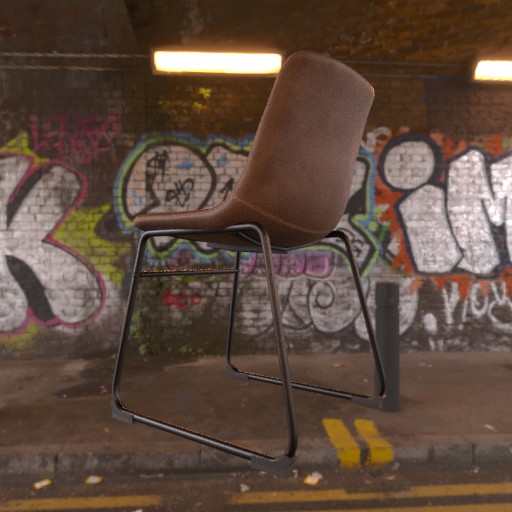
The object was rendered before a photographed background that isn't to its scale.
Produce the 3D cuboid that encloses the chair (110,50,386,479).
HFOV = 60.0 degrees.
[{"bbox_3d":[0.000,0.000,1.096,0.551,0.780,0.460,0,0,37],"label":"chair"}]
